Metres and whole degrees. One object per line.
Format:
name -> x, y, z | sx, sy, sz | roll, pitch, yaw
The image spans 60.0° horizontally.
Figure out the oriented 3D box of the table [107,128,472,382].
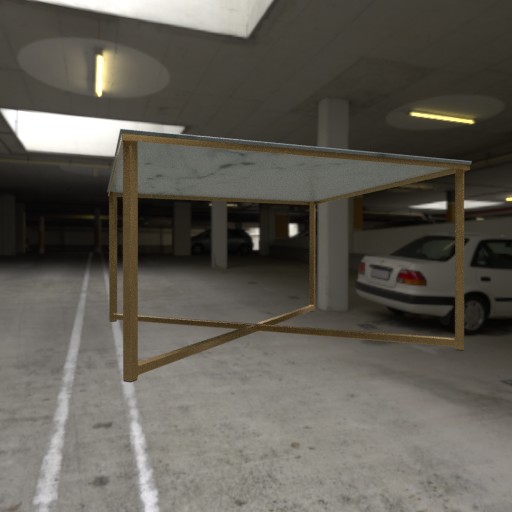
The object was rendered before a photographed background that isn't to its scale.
table -> 0.000, 0.000, 1.291 | 0.800, 0.450, 0.800 | 0, 0, -20
